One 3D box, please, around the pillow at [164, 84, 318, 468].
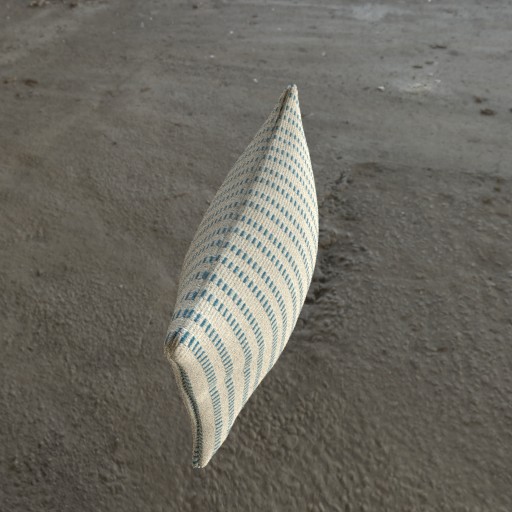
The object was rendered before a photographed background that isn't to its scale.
[{"bbox_3d":[0.000,0.000,0.792,0.210,0.353,0.640,11,47,10],"label":"pillow"}]
